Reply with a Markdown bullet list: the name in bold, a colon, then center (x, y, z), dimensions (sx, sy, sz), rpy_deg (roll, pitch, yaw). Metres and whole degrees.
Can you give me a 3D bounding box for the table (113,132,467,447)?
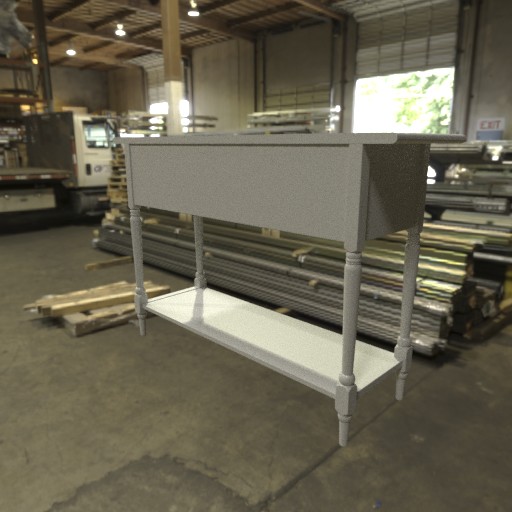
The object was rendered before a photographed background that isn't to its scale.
- **table**: center (0.000, 0.000, 1.550), dimensions (1.197, 0.808, 0.384), rpy_deg (14, 20, 43)
